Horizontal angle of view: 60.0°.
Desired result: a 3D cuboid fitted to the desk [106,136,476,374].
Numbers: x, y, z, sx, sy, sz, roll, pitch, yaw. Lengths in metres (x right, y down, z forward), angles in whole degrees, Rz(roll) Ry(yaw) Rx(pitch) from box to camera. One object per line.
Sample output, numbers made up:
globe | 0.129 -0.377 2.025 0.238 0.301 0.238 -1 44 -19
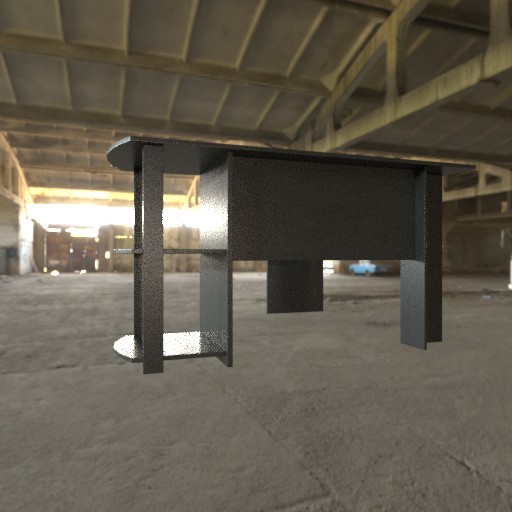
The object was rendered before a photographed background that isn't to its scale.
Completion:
desk | 0.000 0.000 2.118 1.361 0.716 1.303 0 0 -19
